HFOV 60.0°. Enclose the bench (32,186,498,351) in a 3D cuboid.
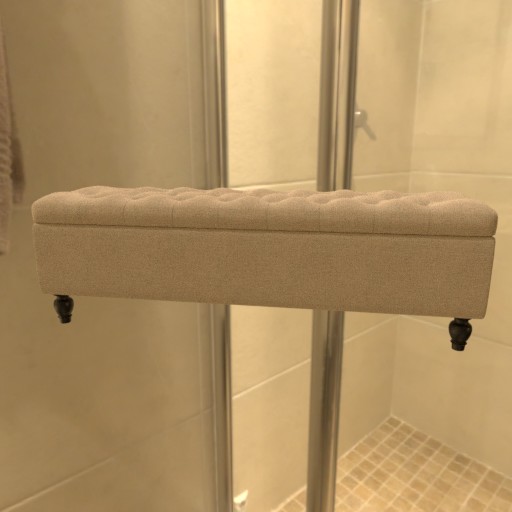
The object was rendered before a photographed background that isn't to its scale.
[{"bbox_3d":[0.000,0.000,1.619,1.480,0.467,0.455,2,14,9],"label":"bench"}]
